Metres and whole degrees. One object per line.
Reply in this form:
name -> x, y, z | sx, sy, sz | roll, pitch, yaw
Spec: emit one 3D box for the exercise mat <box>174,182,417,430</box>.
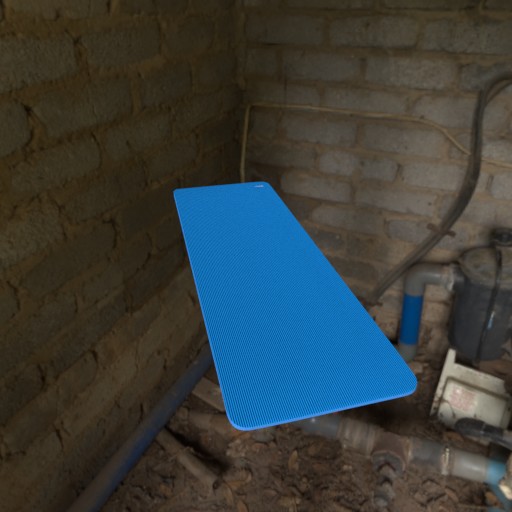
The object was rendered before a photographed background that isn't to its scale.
exercise mat -> 0.000, 0.000, 2.094 | 0.616, 0.021, 1.869 | -7, 31, -12
